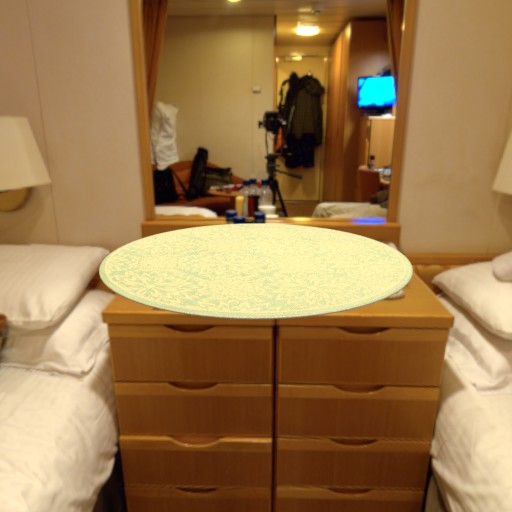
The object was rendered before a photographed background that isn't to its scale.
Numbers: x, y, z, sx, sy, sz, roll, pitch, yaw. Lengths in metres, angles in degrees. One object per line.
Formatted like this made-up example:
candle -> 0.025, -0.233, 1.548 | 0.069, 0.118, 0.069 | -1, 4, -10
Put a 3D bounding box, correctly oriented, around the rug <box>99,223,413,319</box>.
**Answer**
rug -> 0.000, 0.000, 2.375 | 1.593, 0.012, 1.593 | 0, 17, 0
